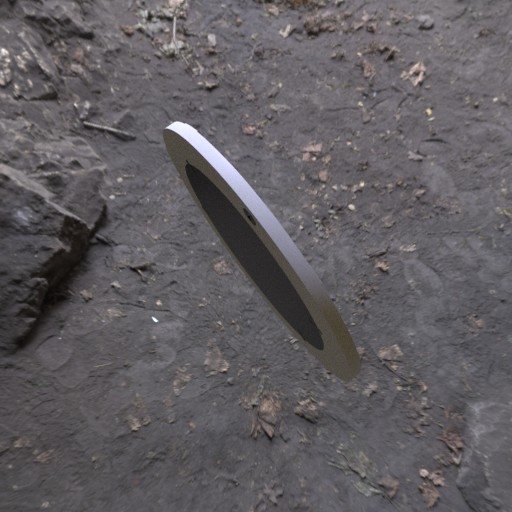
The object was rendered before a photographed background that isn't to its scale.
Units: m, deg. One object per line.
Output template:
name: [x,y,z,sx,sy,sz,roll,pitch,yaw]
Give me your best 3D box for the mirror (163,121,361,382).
mirror: [0.000,0.000,1.371,0.038,0.914,0.914,-36,79,-8]
